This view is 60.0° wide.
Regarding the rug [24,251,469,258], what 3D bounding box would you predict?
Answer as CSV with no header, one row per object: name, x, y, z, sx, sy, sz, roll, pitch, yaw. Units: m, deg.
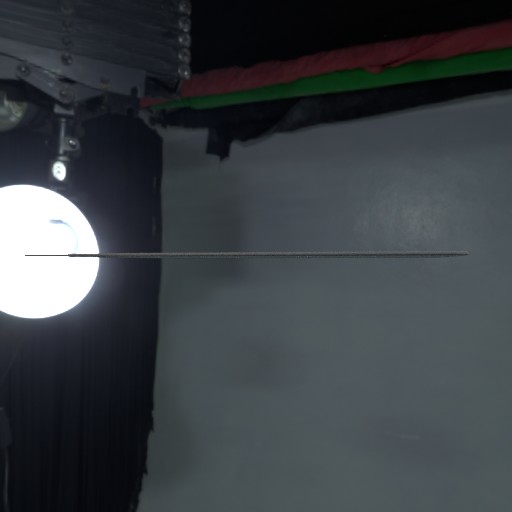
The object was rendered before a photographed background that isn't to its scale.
rug,0.000,0.000,2.070,1.676,0.013,1.067,0,-1,18
